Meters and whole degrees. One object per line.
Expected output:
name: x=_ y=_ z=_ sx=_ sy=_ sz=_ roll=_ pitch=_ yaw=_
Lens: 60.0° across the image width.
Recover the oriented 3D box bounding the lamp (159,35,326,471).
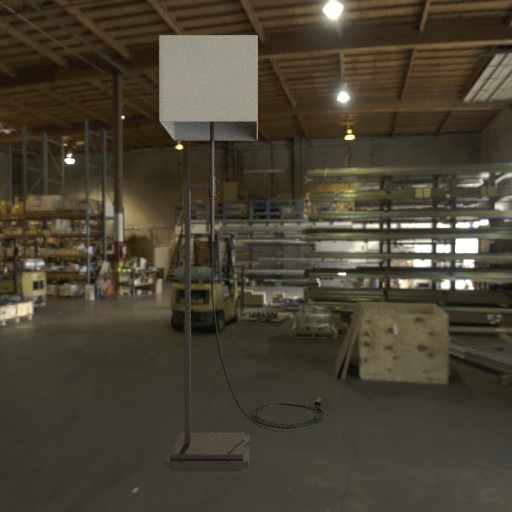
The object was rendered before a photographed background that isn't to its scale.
lamp: x=0.000 y=0.000 z=1.992 sx=0.698 sy=1.600 sz=0.774 roll=0 pitch=1 yaw=0
